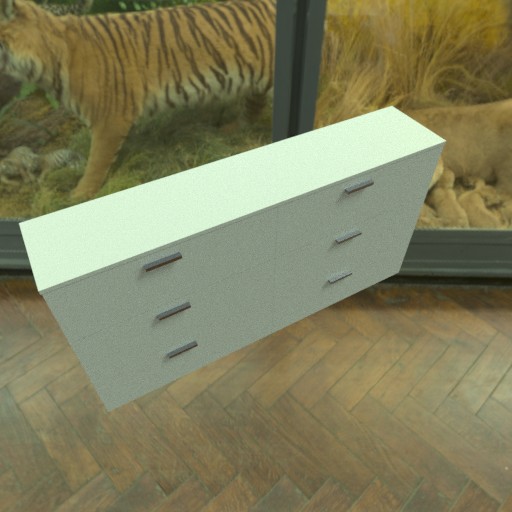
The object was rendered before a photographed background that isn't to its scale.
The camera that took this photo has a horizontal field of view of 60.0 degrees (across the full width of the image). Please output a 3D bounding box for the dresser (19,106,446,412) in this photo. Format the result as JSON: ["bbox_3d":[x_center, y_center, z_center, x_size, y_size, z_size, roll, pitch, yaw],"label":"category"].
[{"bbox_3d":[0.000,0.000,1.849,1.535,0.790,0.333,-22,51,-20],"label":"dresser"}]
